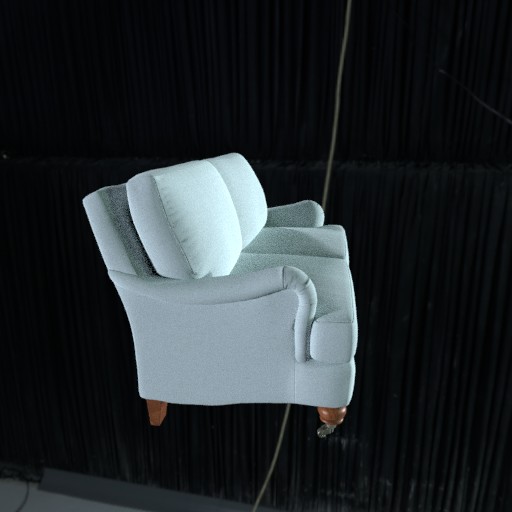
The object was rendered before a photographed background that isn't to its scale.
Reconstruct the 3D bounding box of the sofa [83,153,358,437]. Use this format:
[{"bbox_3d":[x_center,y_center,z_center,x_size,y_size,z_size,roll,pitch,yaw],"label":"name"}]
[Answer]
[{"bbox_3d":[0.000,0.000,2.577,1.084,1.101,1.853,3,16,9],"label":"sofa"}]
